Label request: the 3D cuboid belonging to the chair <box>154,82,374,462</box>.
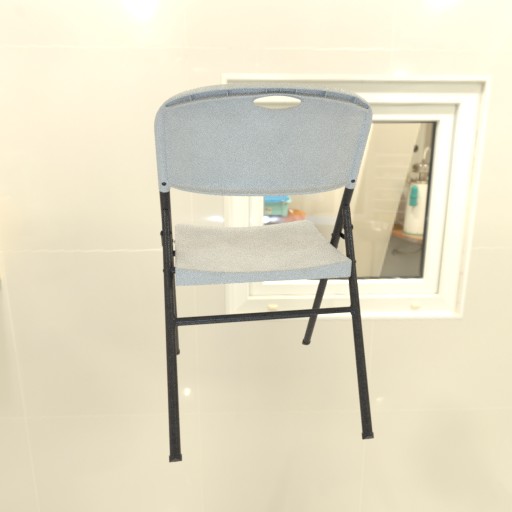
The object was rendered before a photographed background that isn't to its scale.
[{"bbox_3d":[0.000,0.000,1.194,0.494,0.810,0.566,-2,14,-10],"label":"chair"}]
